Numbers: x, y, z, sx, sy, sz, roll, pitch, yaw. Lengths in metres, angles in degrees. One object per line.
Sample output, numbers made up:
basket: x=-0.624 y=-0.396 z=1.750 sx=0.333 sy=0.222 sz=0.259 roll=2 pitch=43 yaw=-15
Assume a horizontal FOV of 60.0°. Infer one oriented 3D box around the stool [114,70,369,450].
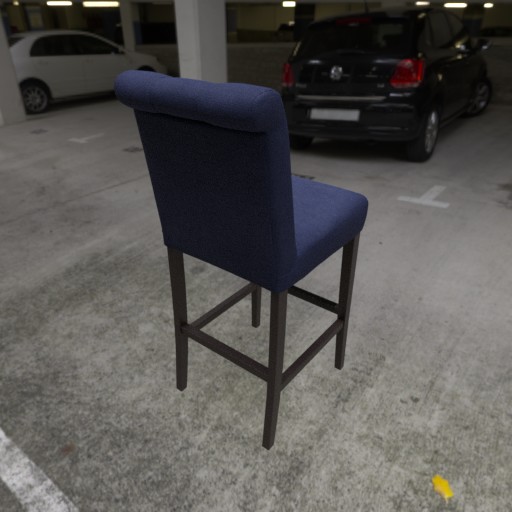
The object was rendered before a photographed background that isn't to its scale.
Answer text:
stool: x=0.000 y=0.000 z=1.440 sx=0.493 sy=1.140 sz=0.601 roll=21 pitch=36 yaw=32
